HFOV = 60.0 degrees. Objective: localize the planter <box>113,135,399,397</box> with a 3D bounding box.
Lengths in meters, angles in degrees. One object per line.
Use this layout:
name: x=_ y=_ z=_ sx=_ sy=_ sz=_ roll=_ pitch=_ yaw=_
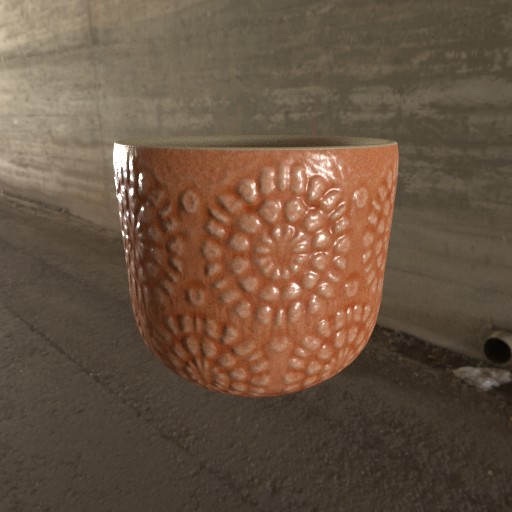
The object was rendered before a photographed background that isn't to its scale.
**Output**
planter: x=0.000 y=0.000 z=0.215 sx=0.124 sy=0.109 sz=0.124 roll=0 pitch=17 yaw=0
